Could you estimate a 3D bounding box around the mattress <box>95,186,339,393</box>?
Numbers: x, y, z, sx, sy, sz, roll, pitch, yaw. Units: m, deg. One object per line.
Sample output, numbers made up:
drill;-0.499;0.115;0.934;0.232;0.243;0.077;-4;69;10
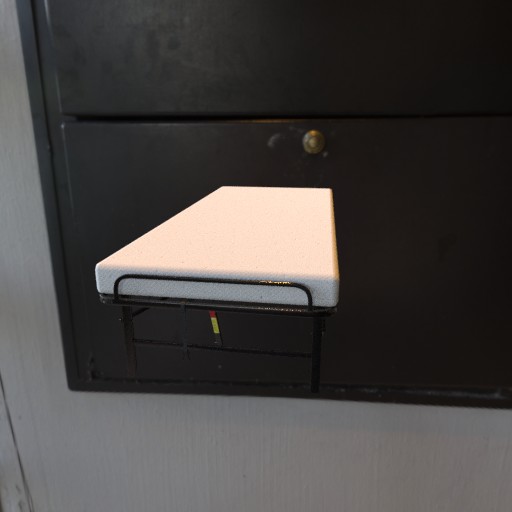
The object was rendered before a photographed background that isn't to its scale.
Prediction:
mattress;0.000;0.000;2.606;0.922;0.519;2.153;3;17;8
